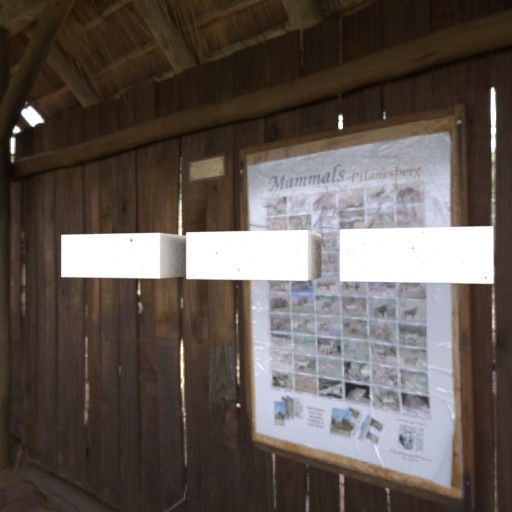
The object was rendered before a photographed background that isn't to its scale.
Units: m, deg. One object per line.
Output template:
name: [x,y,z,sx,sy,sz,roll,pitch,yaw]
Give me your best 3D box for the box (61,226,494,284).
box: [0.000,0.000,0.495,0.461,0.051,0.082,0,0,18]
